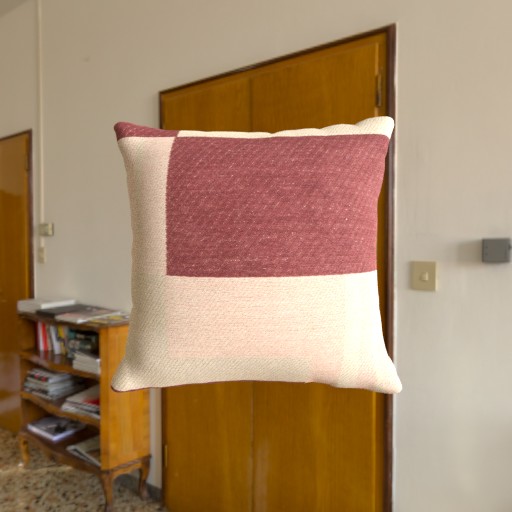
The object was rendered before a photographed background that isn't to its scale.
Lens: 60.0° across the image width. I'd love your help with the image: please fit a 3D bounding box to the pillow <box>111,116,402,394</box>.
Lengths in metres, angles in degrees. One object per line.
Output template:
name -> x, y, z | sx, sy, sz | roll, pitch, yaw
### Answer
pillow -> 0.000, 0.000, 0.813 | 0.536, 0.506, 0.229 | 0, 2, 0
